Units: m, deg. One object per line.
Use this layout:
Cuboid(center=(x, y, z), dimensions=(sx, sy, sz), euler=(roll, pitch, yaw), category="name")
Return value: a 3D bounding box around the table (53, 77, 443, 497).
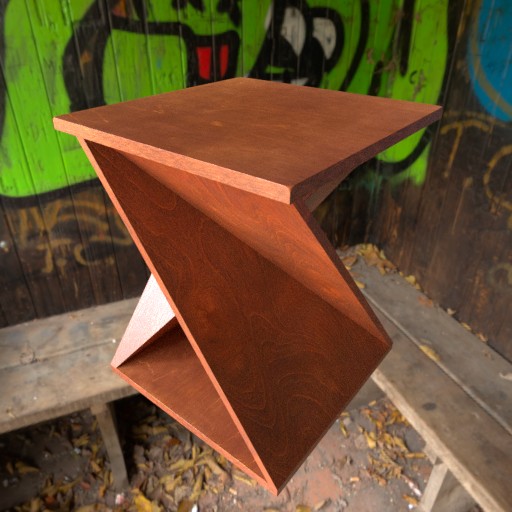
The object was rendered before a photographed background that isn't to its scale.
Cuboid(center=(0.000, 0.000, 0.816), dimensions=(0.427, 0.520, 0.427), euler=(23, 38, 32), category="table")
